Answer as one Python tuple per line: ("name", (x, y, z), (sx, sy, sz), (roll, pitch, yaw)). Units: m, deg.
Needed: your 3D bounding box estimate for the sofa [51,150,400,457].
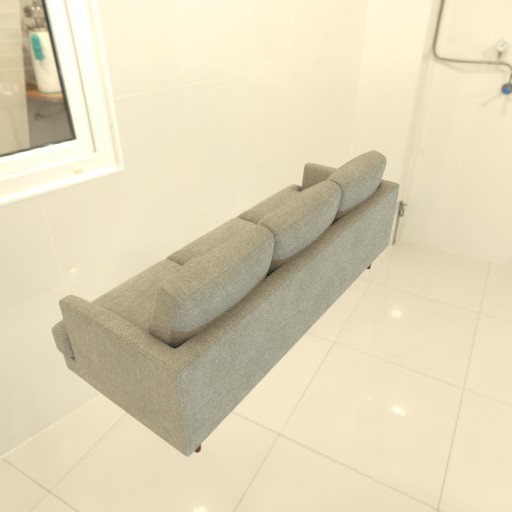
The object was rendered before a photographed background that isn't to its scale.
("sofa", (0.000, 0.000, 2.704), (0.903, 0.930, 2.246), (21, 38, 30))
